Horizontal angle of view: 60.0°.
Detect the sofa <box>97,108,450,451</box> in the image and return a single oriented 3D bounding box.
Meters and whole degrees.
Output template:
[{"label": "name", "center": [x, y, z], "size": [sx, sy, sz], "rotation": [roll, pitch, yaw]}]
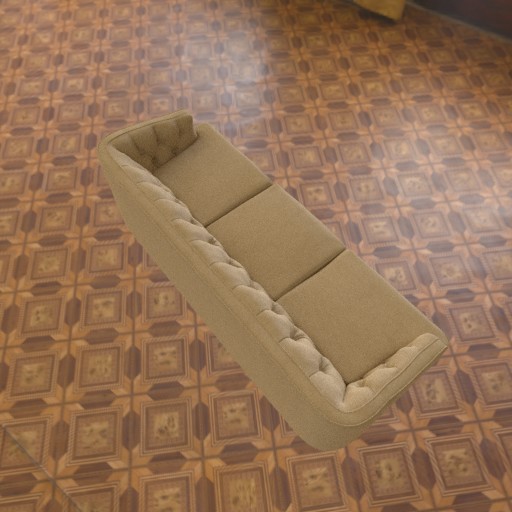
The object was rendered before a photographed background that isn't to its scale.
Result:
[{"label": "sofa", "center": [0.000, 0.000, 2.700], "size": [0.913, 0.788, 2.235], "rotation": [-35, 64, -20]}]
